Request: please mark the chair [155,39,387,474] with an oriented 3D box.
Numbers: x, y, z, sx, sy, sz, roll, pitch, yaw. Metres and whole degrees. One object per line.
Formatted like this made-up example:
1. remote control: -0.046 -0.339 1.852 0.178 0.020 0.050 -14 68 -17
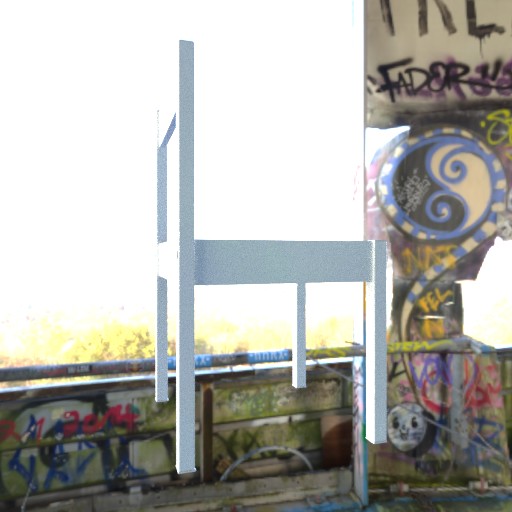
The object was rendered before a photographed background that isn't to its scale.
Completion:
1. chair: 0.000 0.000 0.692 0.285 0.505 0.285 0 0 -18
